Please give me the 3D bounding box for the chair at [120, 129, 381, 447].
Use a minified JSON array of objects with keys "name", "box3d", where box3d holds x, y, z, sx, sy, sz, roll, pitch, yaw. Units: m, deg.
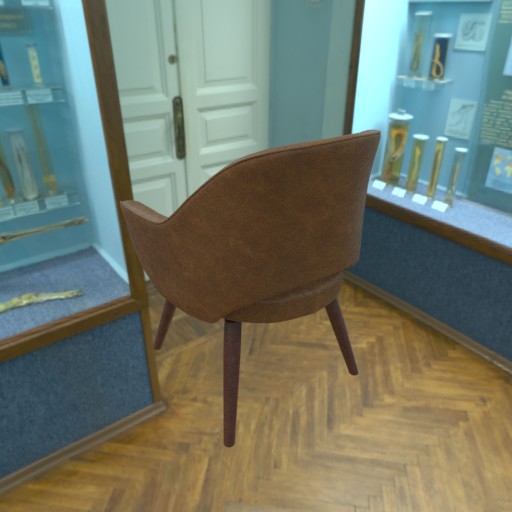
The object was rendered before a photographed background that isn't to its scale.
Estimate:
[{"name":"chair","box3d":[0.000,0.000,1.208,0.591,0.777,0.640,-18,34,-30]}]
